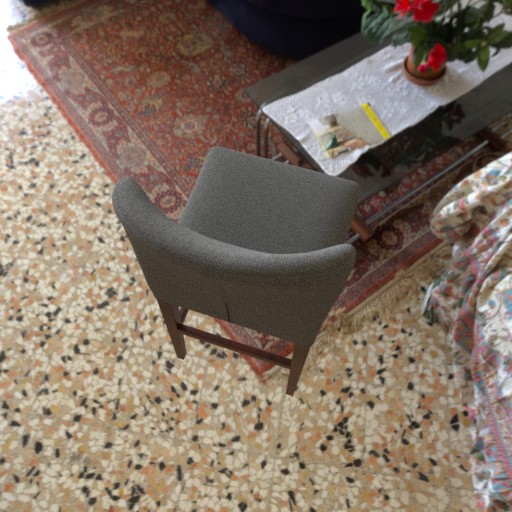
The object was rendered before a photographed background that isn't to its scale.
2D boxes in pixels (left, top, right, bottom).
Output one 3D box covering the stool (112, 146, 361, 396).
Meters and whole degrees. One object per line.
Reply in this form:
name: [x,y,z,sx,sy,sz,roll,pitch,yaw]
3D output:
stool: [0.000,0.000,1.277,0.479,0.968,0.568,16,64,8]
